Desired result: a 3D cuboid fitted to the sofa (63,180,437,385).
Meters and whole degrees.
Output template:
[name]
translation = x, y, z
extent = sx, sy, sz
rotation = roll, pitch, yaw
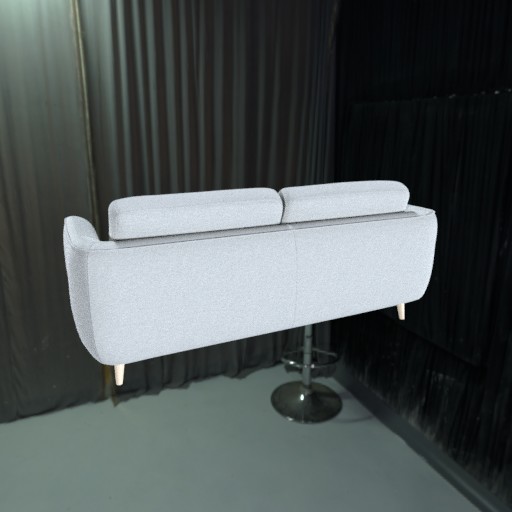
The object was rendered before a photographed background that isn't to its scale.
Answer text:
[sofa]
translation = 0.000, 0.000, 2.531
extent = 2.000, 0.850, 0.920
rotation = -7, 18, -24
